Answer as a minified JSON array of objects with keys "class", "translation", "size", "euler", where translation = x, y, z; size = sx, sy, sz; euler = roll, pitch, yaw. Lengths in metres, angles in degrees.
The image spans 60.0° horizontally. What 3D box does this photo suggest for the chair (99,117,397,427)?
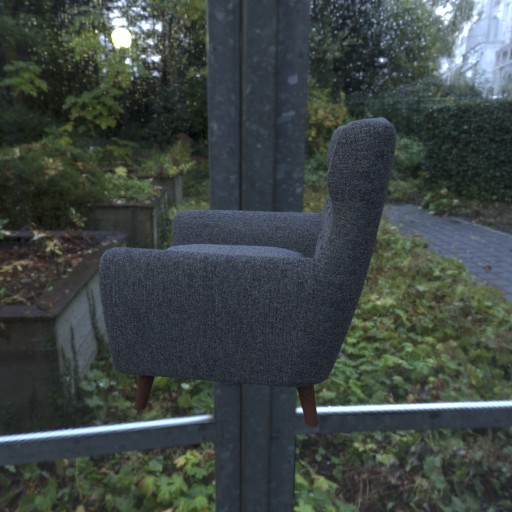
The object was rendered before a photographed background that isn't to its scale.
[{"class":"chair","translation":[0.000,0.000,1.766],"size":[0.940,1.039,0.889],"euler":[2,16,8]}]
